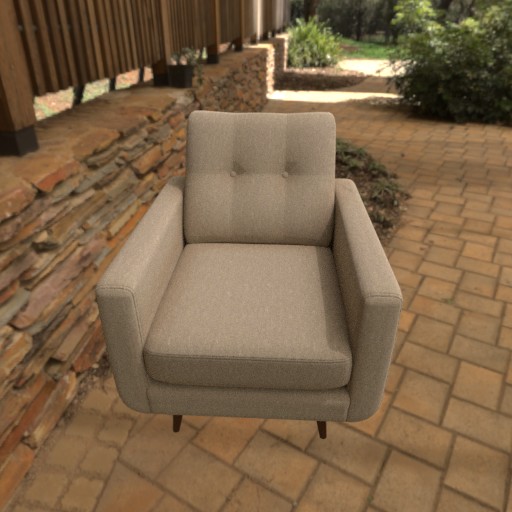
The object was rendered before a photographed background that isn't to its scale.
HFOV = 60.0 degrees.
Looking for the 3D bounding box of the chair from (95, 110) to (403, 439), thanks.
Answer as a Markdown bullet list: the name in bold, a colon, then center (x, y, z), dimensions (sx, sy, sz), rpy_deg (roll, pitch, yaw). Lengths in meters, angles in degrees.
- **chair**: center (0.000, 0.000, 1.799), dimensions (0.897, 0.965, 1.128), rpy_deg (1, 29, 3)
